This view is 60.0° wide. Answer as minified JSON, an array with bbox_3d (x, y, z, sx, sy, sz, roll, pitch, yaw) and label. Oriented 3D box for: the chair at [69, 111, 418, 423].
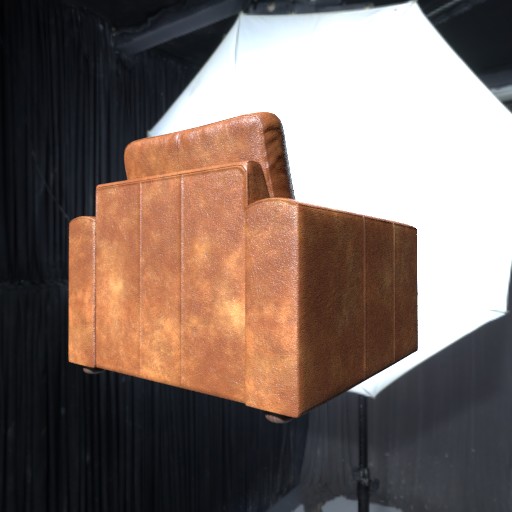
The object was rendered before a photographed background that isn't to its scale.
[{"bbox_3d":[0.000,0.000,1.765,1.005,0.873,1.016,0,0,36],"label":"chair"}]
